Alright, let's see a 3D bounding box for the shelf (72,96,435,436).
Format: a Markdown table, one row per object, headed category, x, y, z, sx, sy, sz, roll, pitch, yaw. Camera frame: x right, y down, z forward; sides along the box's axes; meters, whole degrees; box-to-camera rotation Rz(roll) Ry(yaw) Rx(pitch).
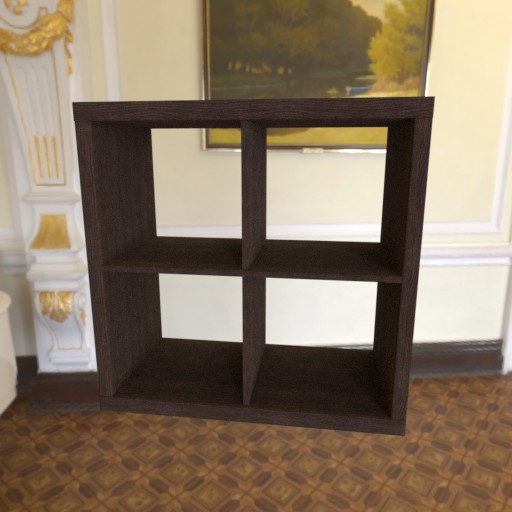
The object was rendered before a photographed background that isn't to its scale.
| category | x | y | z | sx | sy | sz | roll | pitch | yaw |
| --- | --- | --- | --- | --- | --- | --- | --- | --- | --- |
| shelf | 0.000 | 0.000 | 1.234 | 0.790 | 0.786 | 0.390 | 2 | 14 | 8 |
